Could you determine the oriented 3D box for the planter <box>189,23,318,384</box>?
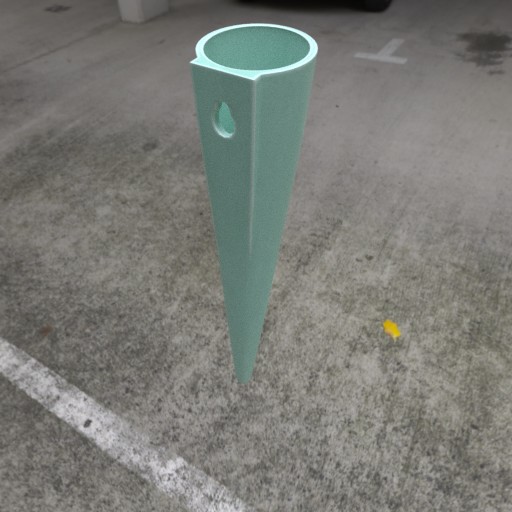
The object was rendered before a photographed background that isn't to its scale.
[{"bbox_3d":[0.000,0.000,0.292,0.054,0.268,0.055,24,51,21],"label":"planter"}]
